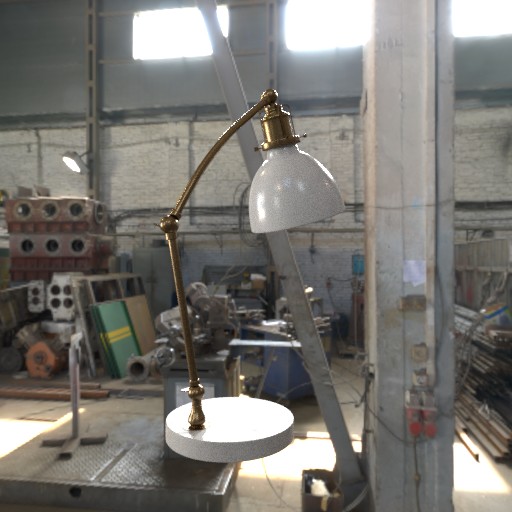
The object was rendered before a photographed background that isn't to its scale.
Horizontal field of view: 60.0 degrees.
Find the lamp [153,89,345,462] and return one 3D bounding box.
[{"bbox_3d":[0.000,0.000,0.680,0.317,0.522,0.186,0,-1,-37],"label":"lamp"}]
